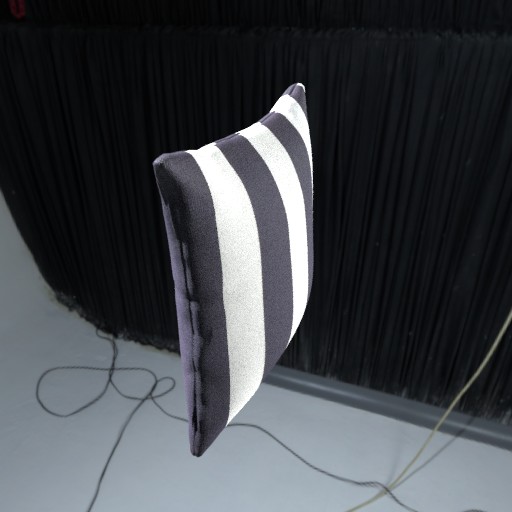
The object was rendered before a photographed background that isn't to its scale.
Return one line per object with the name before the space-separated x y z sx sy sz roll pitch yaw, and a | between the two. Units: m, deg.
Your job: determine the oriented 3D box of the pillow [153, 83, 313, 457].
pillow | 0.000 0.000 0.813 0.189 0.526 0.536 11 32 18
